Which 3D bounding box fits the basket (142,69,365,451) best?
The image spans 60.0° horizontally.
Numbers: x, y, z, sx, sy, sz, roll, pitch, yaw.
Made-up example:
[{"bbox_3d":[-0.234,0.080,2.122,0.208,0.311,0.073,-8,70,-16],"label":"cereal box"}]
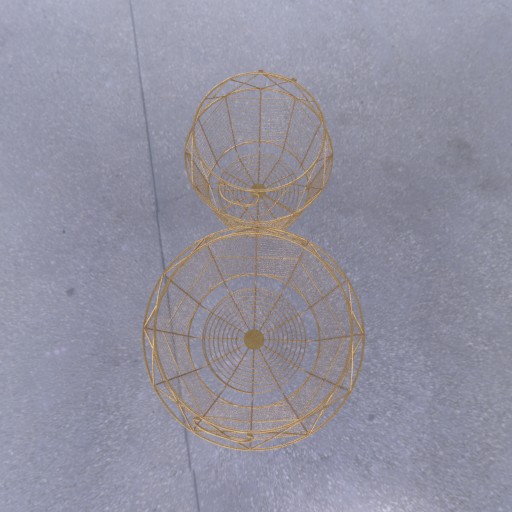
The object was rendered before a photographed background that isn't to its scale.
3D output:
[{"bbox_3d":[0.000,0.000,1.016,0.451,0.343,0.805,2,76,0],"label":"basket"}]
